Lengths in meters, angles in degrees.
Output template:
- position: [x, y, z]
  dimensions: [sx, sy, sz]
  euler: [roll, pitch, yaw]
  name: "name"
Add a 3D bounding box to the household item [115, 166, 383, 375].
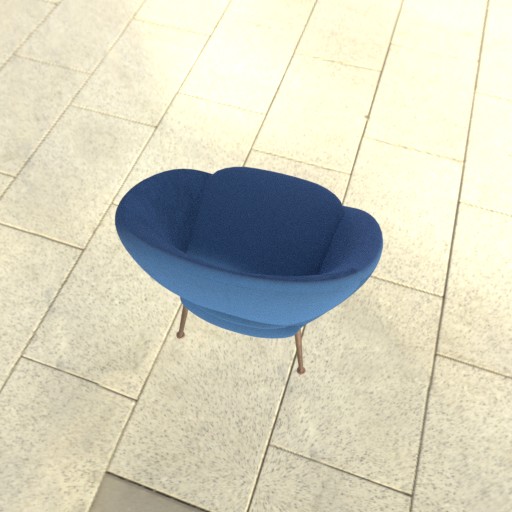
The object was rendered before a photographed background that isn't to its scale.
- position: [0.000, 0.000, 1.273]
  dimensions: [0.623, 0.852, 0.573]
  euler: [15, 64, 7]
  name: "household item"
